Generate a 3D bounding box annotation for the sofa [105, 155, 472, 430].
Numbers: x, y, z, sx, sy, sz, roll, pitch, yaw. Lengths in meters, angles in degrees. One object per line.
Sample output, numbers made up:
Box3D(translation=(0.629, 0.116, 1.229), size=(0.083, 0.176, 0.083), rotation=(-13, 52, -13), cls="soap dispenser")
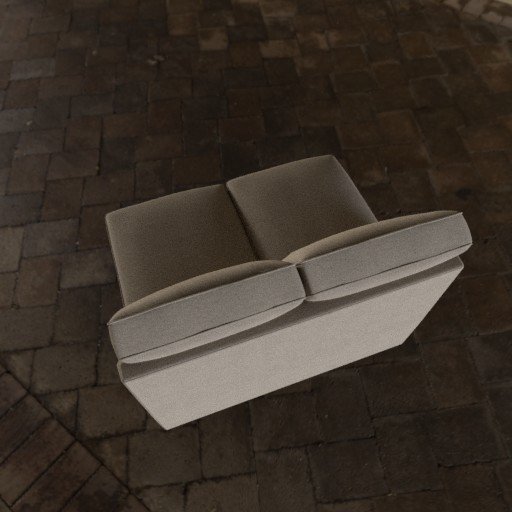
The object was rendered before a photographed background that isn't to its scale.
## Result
Box3D(translation=(0.000, 0.000, 1.974), size=(1.232, 1.006, 0.978), rotation=(-17, 59, -10), cls="sofa")
